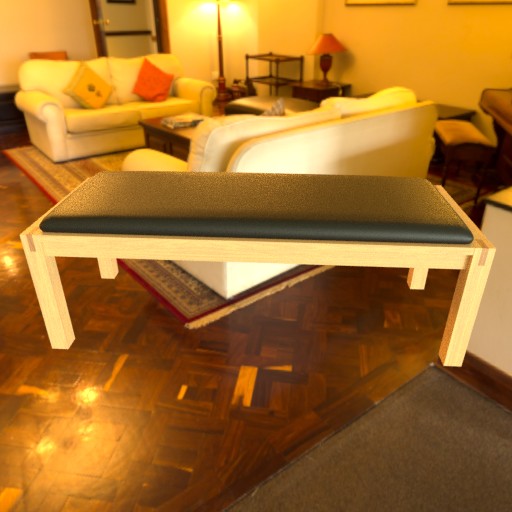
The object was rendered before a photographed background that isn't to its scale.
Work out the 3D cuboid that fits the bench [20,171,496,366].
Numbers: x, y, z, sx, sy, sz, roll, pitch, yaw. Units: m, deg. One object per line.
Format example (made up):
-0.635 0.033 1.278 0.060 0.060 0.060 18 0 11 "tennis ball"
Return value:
0.000 0.000 1.390 1.202 0.430 0.450 2 29 3 "bench"
